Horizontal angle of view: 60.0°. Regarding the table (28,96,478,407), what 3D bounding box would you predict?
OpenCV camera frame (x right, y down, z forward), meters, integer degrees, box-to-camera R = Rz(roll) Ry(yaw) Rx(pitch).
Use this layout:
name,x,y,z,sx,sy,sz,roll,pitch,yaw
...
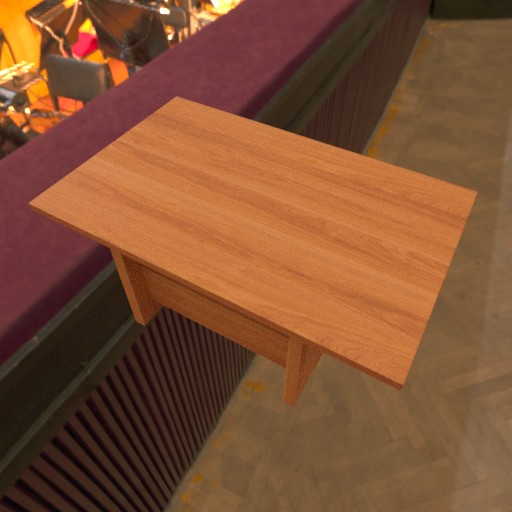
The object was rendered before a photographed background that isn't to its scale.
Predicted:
name,x,y,z,sx,sy,sz,roll,pitch,yaw
table,0.000,0.000,1.473,1.100,0.510,0.700,23,52,20
